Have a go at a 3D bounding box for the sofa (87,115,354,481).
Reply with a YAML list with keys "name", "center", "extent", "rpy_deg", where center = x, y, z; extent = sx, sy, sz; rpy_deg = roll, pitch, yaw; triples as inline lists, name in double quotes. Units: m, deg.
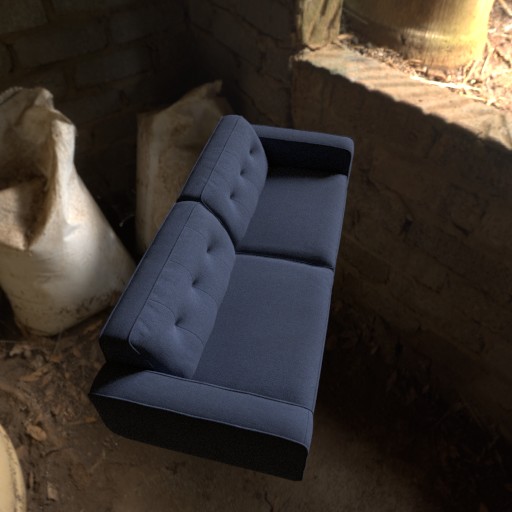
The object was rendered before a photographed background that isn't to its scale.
- name: "sofa"
  center: [0.000, 0.000, 2.644]
  extent: [0.953, 0.782, 2.270]
  rpy_deg: [10, 47, 9]
